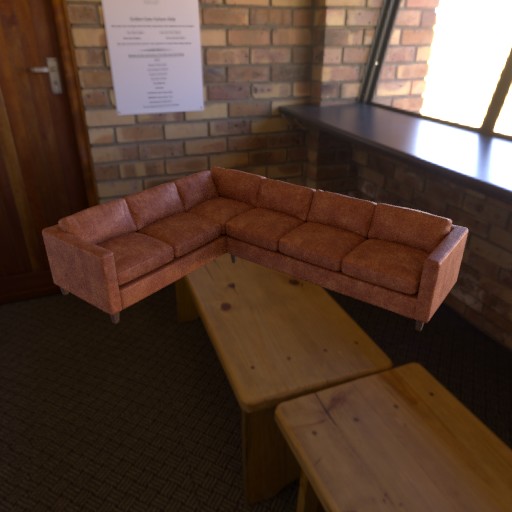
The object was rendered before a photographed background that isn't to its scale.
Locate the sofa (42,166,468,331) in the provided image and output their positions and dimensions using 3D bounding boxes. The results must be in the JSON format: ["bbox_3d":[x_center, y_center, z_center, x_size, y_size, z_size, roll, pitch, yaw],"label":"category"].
[{"bbox_3d":[0.000,0.000,4.237,3.150,0.838,2.438,19,33,33],"label":"sofa"}]
